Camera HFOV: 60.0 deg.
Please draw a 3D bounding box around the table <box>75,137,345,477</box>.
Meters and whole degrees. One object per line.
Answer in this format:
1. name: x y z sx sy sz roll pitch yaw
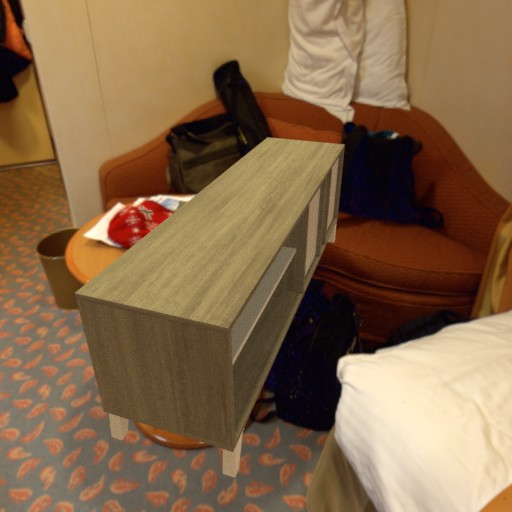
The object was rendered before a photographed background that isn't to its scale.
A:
1. table: 0.000 0.000 1.756 0.400 0.530 1.500 10 31 17
